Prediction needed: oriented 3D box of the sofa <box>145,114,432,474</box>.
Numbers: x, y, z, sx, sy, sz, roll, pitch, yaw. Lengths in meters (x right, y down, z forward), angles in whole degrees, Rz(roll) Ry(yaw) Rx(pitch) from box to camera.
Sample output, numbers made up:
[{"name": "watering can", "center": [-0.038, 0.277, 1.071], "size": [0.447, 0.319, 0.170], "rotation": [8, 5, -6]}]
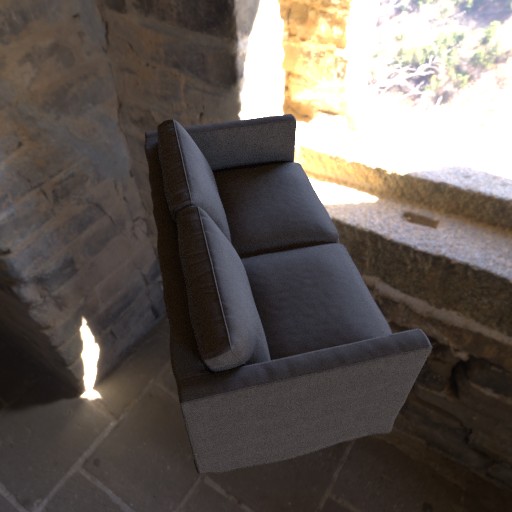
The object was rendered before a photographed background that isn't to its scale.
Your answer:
[{"name": "sofa", "center": [0.000, 0.000, 2.346], "size": [0.974, 0.854, 1.802], "rotation": [-10, 47, -9]}]
